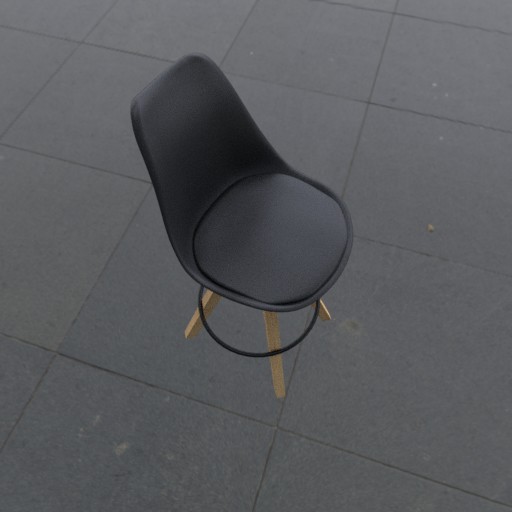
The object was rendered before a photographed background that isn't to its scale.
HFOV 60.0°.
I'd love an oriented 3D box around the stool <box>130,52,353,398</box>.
[{"bbox_3d":[0.000,0.000,1.410,0.550,1.115,0.485,29,63,16],"label":"stool"}]
